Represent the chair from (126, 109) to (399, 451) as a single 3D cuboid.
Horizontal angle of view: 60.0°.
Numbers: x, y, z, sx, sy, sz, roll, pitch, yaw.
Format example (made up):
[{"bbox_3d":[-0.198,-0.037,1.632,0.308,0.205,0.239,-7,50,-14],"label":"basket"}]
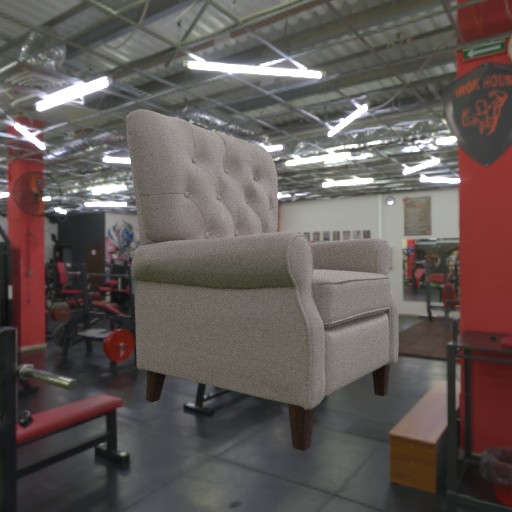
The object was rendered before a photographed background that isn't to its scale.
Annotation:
[{"bbox_3d":[0.000,0.000,1.935,1.025,1.209,0.942,0,0,37],"label":"chair"}]
